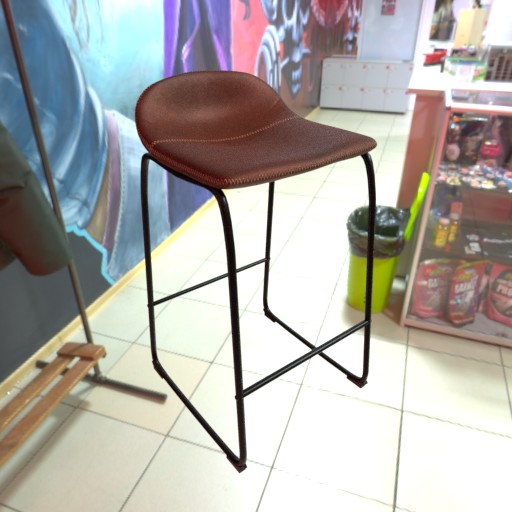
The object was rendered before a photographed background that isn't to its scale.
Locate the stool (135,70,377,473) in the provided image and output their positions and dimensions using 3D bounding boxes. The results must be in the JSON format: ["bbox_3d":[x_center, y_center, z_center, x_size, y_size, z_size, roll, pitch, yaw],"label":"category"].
[{"bbox_3d":[0.000,0.000,1.124,0.454,0.830,0.473,-21,36,-32],"label":"stool"}]
